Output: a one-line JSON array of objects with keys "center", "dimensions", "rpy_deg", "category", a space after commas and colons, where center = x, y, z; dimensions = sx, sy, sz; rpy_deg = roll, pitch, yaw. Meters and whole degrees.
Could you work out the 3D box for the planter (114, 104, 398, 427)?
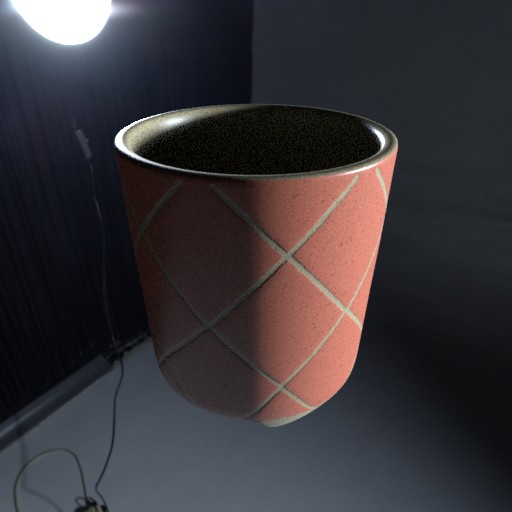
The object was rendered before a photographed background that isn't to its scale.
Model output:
[{"center": [0.000, 0.000, 0.357], "dimensions": [0.191, 0.200, 0.191], "rpy_deg": [0, 30, 0], "category": "planter"}]
